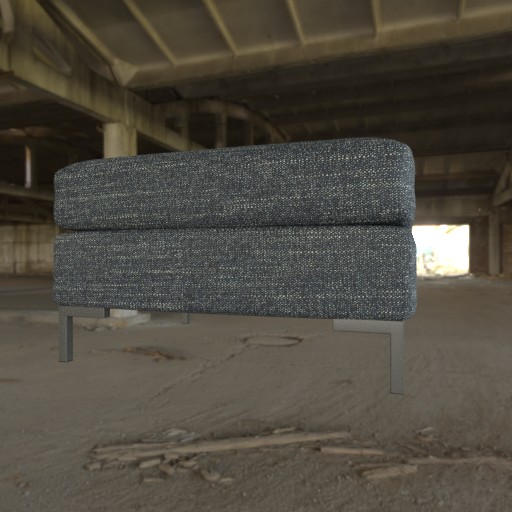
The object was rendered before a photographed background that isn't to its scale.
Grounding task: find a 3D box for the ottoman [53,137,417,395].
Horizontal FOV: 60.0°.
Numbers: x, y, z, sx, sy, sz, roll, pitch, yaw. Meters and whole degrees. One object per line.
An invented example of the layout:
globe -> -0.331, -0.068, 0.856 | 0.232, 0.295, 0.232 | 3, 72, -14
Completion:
ottoman -> 0.000, 0.000, 1.201 | 0.814, 0.491, 0.667 | 0, 0, 19
